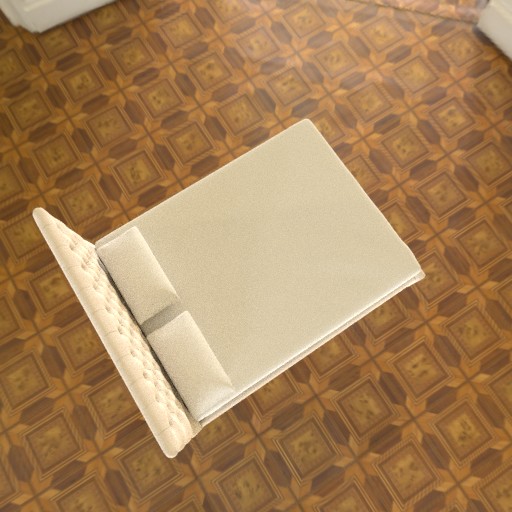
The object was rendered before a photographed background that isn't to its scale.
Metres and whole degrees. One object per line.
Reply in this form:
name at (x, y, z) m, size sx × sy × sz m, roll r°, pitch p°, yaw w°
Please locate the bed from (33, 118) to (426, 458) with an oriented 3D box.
bed at (0.000, 0.000, 3.364) m, size 2.233 × 1.426 × 1.696 m, roll -32°, pitch 78°, yaw -8°
